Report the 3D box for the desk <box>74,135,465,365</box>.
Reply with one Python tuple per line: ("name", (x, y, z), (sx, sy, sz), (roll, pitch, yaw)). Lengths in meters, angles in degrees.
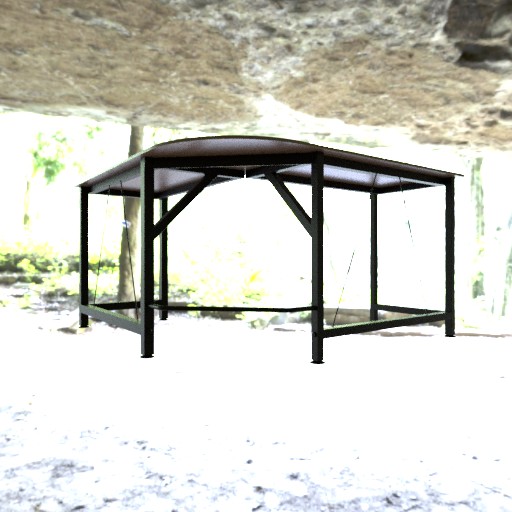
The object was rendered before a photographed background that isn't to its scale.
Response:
("desk", (0.000, 0.000, 2.225), (1.400, 0.762, 1.400), (0, 0, -36))
